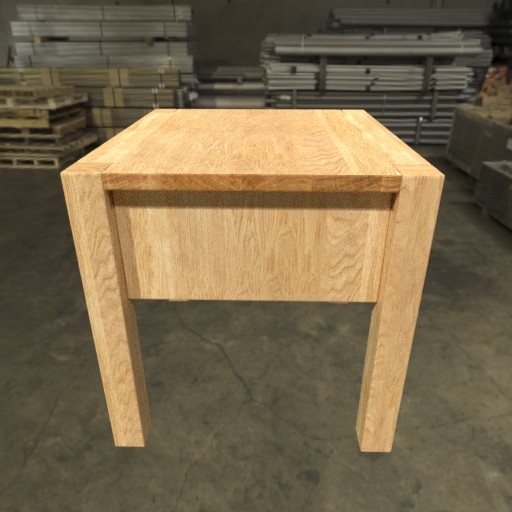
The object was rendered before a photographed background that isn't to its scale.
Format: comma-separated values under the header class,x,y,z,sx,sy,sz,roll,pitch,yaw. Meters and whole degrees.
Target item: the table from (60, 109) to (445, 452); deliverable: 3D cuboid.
class,x,y,z,sx,sy,sz,roll,pitch,yaw
table,0.000,0.000,0.819,0.440,0.450,0.480,1,27,1
